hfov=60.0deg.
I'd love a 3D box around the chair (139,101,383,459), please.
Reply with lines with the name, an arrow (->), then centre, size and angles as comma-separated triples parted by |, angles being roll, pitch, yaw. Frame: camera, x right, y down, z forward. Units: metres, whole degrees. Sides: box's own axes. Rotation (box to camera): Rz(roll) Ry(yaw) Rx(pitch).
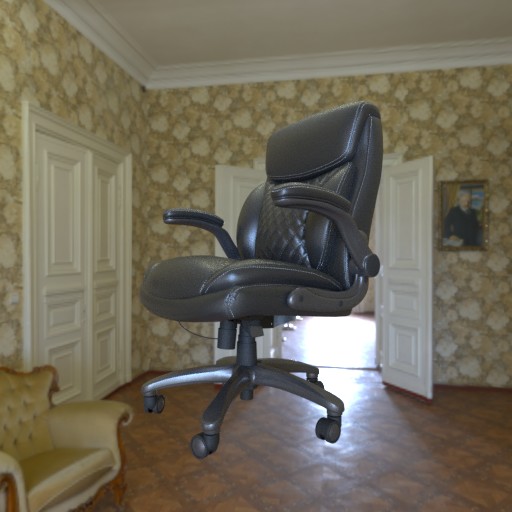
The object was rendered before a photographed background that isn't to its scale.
chair -> 0.000, 0.000, 1.566 | 0.724, 1.110, 0.782 | 0, -1, -36
